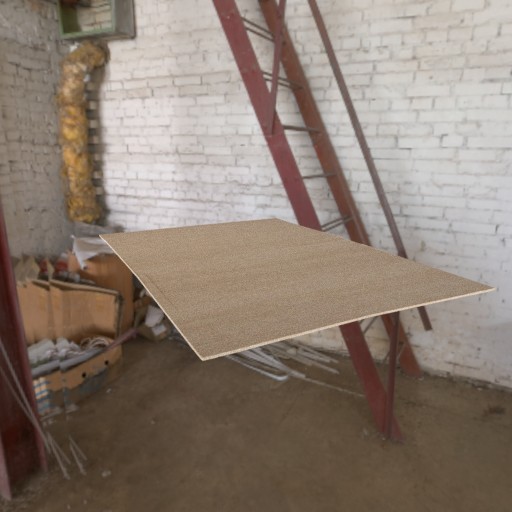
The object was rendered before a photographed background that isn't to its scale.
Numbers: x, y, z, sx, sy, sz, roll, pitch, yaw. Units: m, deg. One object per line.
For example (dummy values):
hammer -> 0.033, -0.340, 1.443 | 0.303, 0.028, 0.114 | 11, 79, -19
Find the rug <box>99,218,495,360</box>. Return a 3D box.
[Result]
rug -> 0.000, 0.000, 3.635 | 2.032, 0.038, 2.869 | -8, 17, -26
